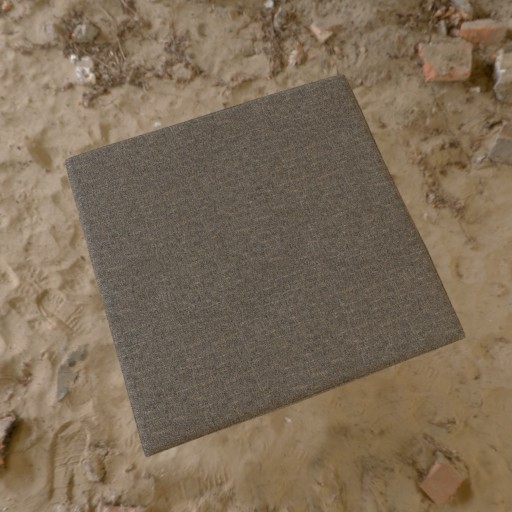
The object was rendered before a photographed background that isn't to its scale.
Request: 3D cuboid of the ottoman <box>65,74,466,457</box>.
[{"bbox_3d":[0.000,0.000,1.531,1.016,0.379,0.981,-19,77,-5],"label":"ottoman"}]
